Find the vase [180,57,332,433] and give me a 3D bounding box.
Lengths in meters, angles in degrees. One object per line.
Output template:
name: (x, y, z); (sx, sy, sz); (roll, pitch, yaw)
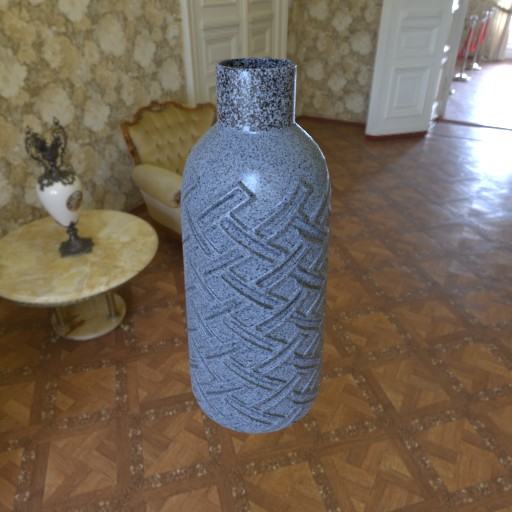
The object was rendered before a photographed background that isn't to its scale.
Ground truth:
vase: (0.000, 0.000, 0.350); (0.122, 0.282, 0.122); (0, 31, 0)
